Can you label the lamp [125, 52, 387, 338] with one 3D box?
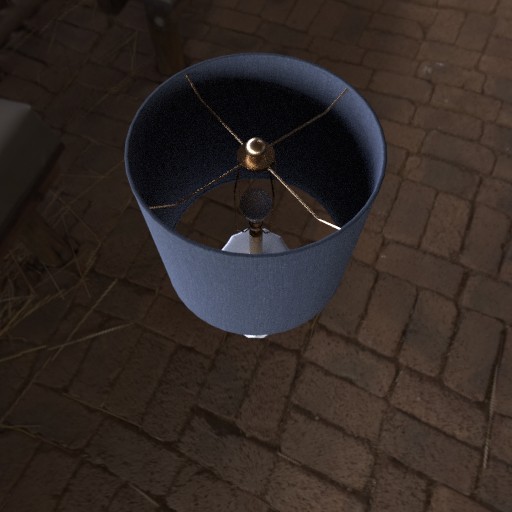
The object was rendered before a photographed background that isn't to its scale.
[{"bbox_3d":[0.000,0.000,0.709,0.277,0.537,0.277,1,63,0],"label":"lamp"}]
